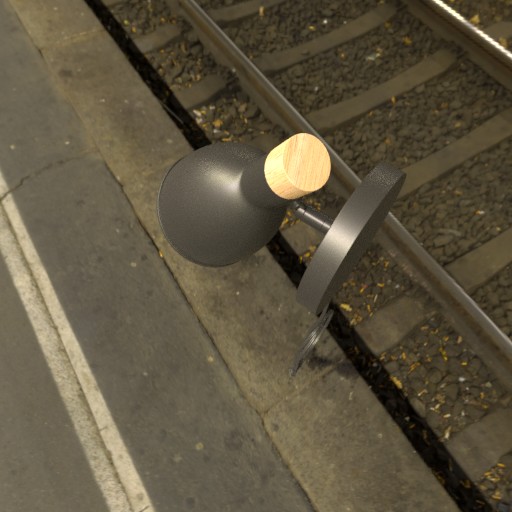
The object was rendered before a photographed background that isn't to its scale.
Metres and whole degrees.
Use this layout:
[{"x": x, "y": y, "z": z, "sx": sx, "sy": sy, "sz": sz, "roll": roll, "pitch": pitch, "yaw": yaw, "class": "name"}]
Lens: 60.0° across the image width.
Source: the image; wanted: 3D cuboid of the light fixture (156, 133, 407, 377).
[{"x": 0.000, "y": 0.000, "z": 0.485, "sx": 0.203, "sy": 0.401, "sz": 0.127, "roll": 33, "pitch": 67, "yaw": 16, "class": "light fixture"}]
